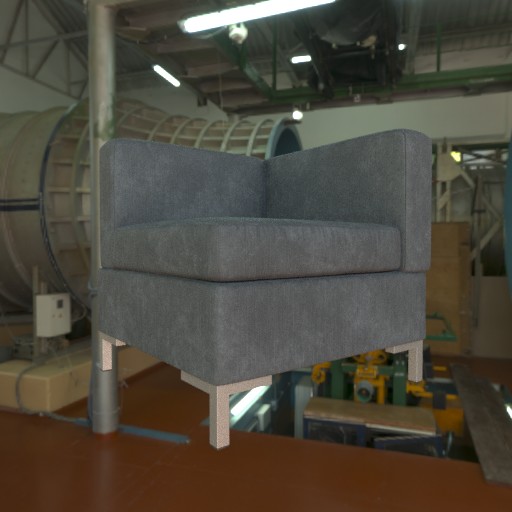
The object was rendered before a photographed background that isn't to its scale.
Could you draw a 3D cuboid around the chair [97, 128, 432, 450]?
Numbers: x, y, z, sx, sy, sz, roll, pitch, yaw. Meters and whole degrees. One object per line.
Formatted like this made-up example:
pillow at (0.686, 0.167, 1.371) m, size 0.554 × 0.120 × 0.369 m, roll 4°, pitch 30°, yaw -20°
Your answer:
chair at (0.000, 0.000, 1.205) m, size 0.680 × 0.660 × 0.680 m, roll -1°, pitch 2°, yaw -37°
